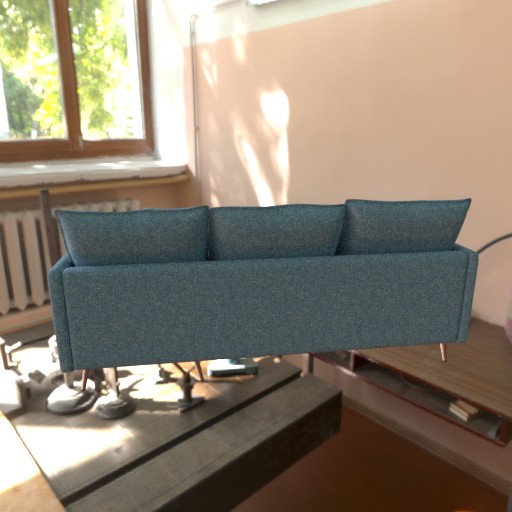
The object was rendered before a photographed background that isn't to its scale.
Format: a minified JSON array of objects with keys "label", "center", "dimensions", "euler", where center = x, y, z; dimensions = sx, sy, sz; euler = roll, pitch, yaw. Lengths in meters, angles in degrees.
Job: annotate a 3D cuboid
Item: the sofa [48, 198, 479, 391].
[{"label":"sofa","center":[0.000,0.000,2.761],"dimensions":[2.034,0.899,1.420],"euler":[-2,16,-8]}]
